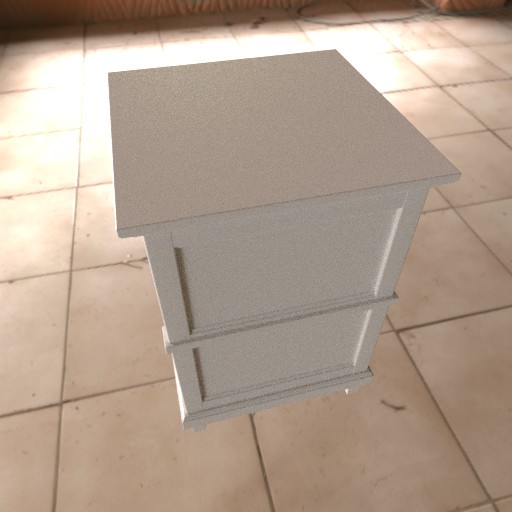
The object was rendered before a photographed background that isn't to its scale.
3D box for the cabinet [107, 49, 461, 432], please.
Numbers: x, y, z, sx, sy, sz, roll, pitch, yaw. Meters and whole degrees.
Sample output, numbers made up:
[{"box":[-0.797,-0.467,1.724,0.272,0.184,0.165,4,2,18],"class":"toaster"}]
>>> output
[{"box":[0.000,0.000,1.128,0.547,0.775,0.544,-10,46,-10],"class":"cabinet"}]
